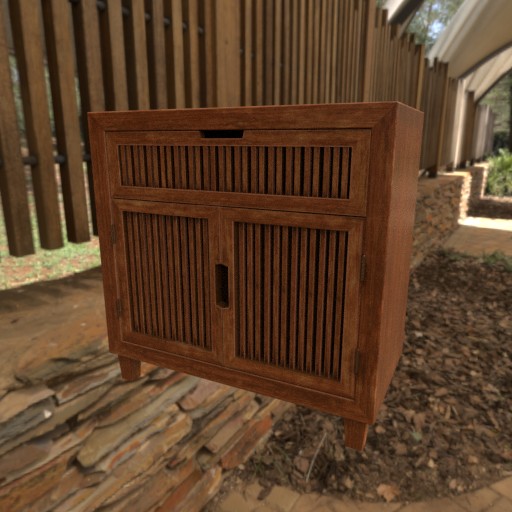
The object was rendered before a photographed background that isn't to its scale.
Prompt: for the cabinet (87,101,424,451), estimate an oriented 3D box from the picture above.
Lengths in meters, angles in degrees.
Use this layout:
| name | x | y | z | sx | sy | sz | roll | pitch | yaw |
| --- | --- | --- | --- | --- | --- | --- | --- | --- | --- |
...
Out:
| name | x | y | z | sx | sy | sz | roll | pitch | yaw |
| --- | --- | --- | --- | --- | --- | --- | --- | --- | --- |
| cabinet | 0.000 | 0.000 | 1.272 | 0.796 | 0.785 | 0.412 | 7 | 16 | 26 |
